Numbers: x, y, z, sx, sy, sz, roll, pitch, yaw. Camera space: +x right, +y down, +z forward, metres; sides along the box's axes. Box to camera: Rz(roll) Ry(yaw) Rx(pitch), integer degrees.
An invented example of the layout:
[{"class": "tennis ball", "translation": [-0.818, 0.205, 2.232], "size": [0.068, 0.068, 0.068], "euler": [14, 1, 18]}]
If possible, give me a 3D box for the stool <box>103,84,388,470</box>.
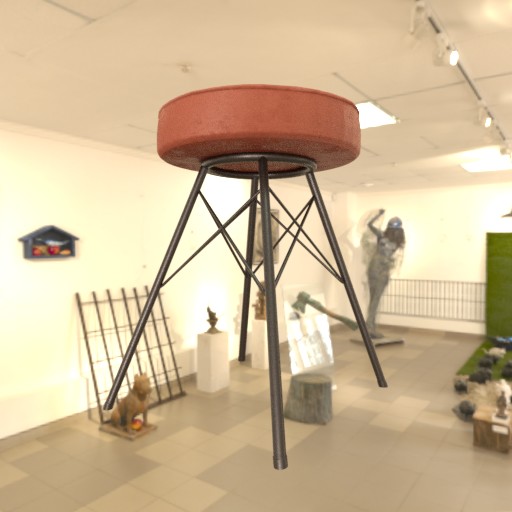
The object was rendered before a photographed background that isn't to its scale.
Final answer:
[{"class": "stool", "translation": [0.000, 0.000, 0.922], "size": [0.421, 0.593, 0.457], "euler": [1, 2, 35]}]
